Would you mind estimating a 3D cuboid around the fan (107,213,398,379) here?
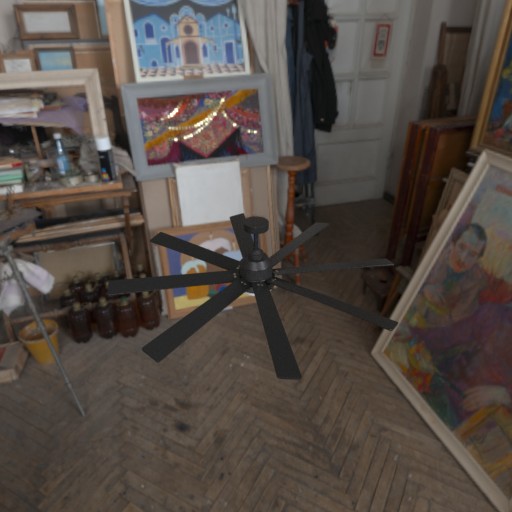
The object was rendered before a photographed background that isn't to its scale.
[{"bbox_3d":[0.000,0.000,2.768,1.830,0.472,1.830,19,35,30],"label":"fan"}]
